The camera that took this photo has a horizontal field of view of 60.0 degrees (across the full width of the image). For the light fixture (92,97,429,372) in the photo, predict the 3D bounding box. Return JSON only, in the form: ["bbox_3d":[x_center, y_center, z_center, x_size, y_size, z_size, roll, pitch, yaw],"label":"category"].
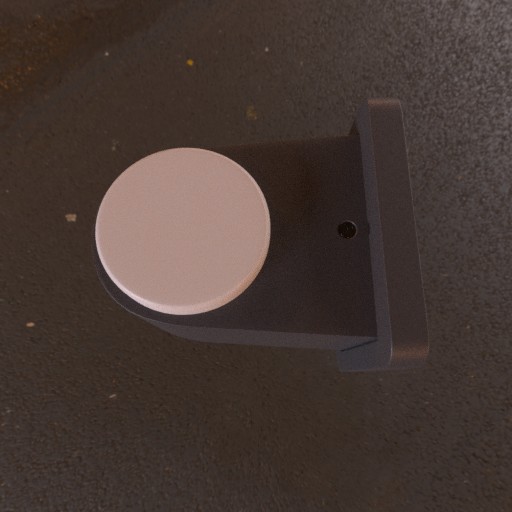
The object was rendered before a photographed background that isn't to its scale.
[{"bbox_3d":[0.000,0.000,0.214,0.132,0.109,0.109,-1,75,0],"label":"light fixture"}]
